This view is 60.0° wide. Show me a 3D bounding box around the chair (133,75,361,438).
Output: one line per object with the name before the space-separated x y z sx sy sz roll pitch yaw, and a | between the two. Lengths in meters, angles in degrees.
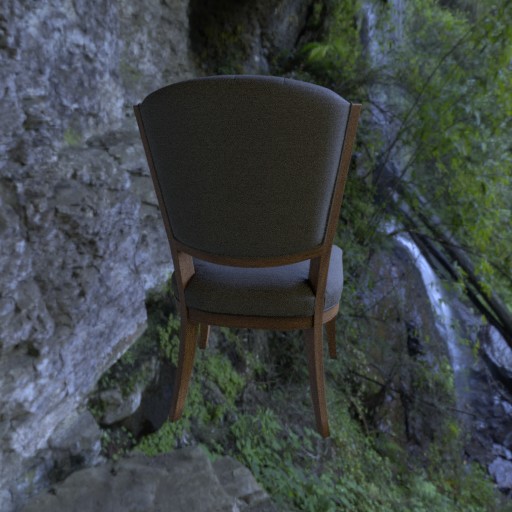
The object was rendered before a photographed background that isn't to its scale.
chair | 0.000 0.000 1.256 0.513 0.905 0.584 3 17 8
